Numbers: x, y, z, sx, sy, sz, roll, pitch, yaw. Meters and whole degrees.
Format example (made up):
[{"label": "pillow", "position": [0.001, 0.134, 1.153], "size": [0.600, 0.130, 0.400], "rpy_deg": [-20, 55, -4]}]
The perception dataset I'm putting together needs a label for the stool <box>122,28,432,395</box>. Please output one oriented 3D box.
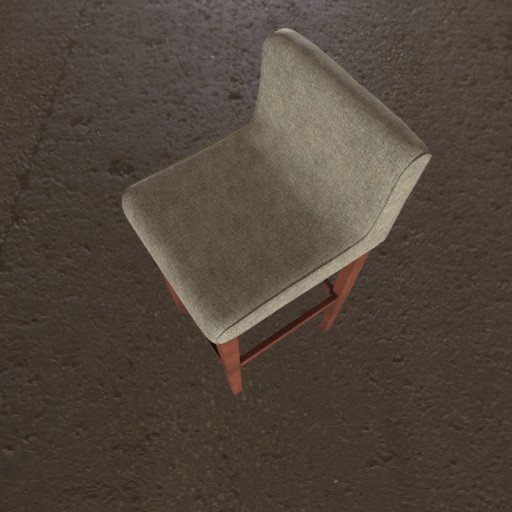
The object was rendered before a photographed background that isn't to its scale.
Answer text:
[{"label": "stool", "position": [0.000, 0.000, 1.211], "size": [0.499, 0.965, 0.426], "rpy_deg": [-32, 66, -15]}]
